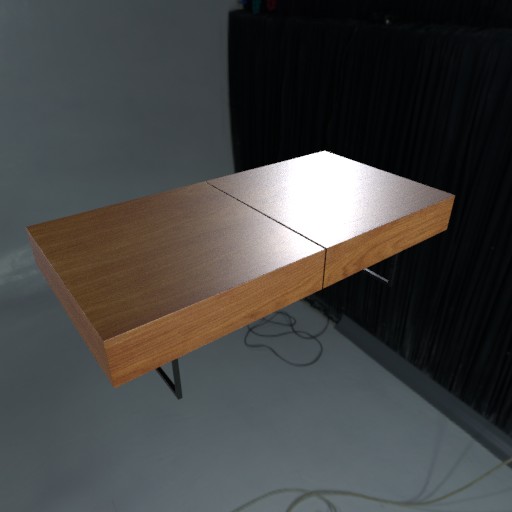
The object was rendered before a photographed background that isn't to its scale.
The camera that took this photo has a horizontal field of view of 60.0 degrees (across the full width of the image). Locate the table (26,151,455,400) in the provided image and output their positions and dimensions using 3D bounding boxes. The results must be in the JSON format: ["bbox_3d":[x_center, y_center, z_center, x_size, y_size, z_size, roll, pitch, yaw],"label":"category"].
[{"bbox_3d":[0.000,0.000,1.453,1.194,0.330,0.610,-21,36,-31],"label":"table"}]
